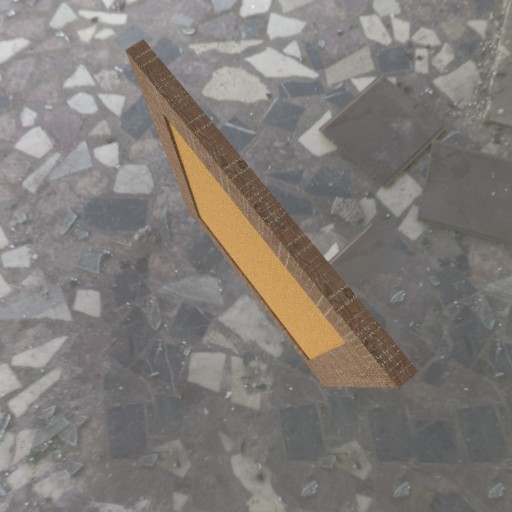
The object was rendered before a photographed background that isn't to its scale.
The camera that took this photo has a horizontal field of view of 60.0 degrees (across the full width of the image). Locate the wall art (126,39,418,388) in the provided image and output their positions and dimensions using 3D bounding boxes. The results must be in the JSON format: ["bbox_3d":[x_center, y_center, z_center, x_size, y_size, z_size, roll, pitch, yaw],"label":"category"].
[{"bbox_3d":[0.000,0.000,0.778,0.029,0.531,0.531,-36,77,-10],"label":"wall art"}]
